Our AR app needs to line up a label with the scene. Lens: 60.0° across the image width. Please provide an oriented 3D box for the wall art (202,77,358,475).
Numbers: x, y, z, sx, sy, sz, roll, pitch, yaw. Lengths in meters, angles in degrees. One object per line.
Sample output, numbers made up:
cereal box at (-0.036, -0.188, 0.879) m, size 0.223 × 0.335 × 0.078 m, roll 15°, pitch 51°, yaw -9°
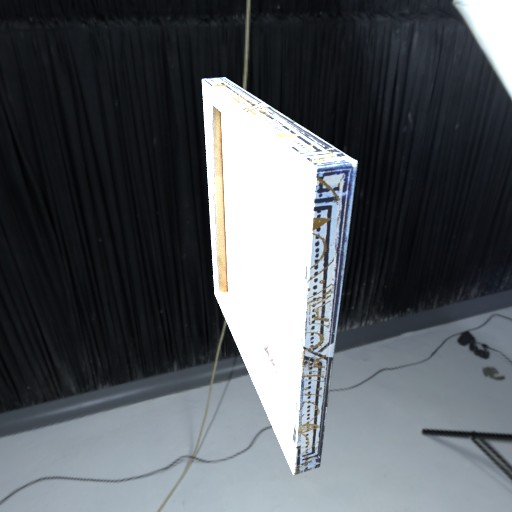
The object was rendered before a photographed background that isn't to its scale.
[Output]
wall art at (0.000, 0.000, 0.628) m, size 0.038 × 0.410 × 0.411 m, roll -10°, pitch 33°, yaw -16°
